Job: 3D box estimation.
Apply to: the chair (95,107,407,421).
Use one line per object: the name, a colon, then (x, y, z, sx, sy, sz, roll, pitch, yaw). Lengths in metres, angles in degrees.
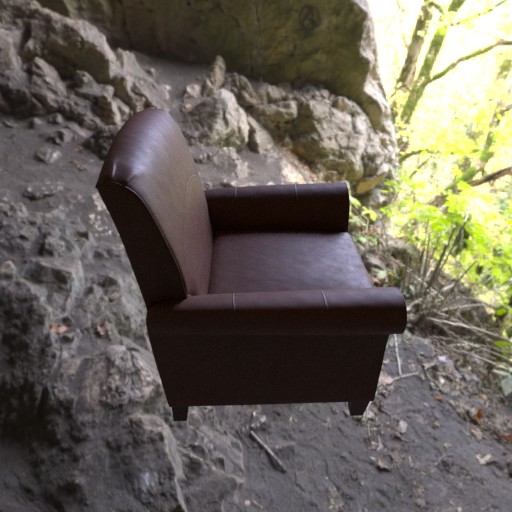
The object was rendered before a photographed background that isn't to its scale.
chair: (0.000, 0.000, 1.749, 0.902, 1.061, 0.978, -1, 32, -1)
